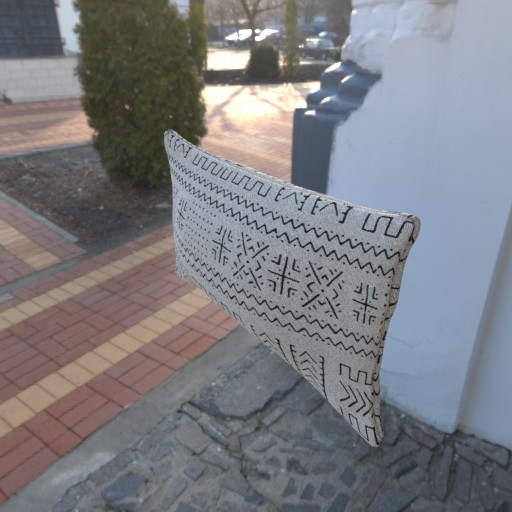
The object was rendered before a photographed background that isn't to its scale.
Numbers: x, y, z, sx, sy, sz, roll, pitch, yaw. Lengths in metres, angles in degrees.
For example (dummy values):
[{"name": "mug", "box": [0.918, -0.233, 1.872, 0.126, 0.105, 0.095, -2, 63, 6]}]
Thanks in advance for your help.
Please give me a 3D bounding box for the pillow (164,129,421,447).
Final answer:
[{"name": "pillow", "box": [0.000, 0.000, 0.793, 0.188, 0.352, 0.637, -18, 32, -32]}]
